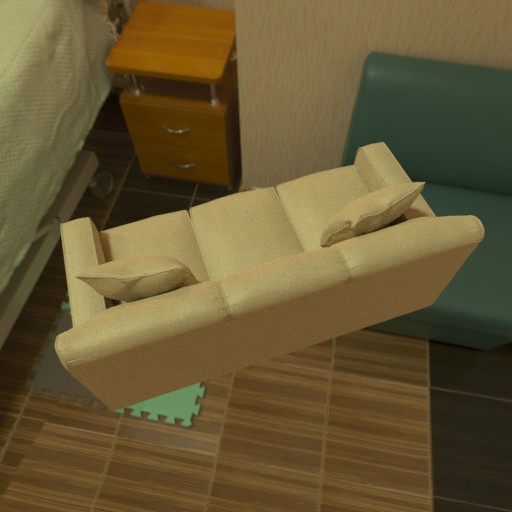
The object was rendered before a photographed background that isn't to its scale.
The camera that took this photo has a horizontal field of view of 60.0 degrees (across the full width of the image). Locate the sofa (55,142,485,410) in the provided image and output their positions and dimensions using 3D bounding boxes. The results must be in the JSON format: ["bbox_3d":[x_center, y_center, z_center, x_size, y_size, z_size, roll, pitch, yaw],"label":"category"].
[{"bbox_3d":[0.000,0.000,2.537,2.024,0.958,0.997,-16,59,-10],"label":"sofa"}]
